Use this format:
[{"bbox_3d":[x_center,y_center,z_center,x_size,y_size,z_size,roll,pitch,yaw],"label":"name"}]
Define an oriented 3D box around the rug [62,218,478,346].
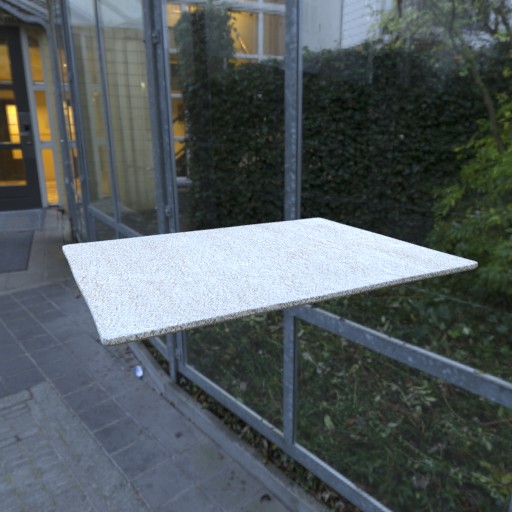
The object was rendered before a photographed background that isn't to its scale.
[{"bbox_3d":[0.000,0.000,2.104,1.600,0.027,1.200,-8,18,-27],"label":"rug"}]
